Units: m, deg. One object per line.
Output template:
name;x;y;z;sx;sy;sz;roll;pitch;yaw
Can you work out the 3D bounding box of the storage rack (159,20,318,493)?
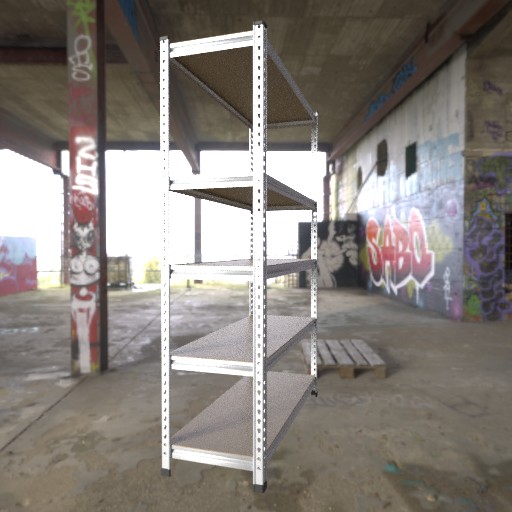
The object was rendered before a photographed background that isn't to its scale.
storage rack;0.000;0.000;2.360;0.457;1.829;1.219;0;1;18
